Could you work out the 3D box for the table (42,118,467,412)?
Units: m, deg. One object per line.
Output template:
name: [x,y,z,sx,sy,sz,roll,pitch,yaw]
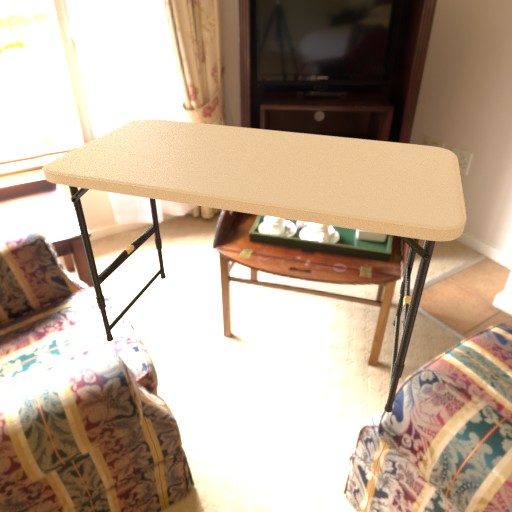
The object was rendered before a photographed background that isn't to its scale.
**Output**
table: [0.000,0.000,1.606,1.219,0.737,0.610,10,34,15]
